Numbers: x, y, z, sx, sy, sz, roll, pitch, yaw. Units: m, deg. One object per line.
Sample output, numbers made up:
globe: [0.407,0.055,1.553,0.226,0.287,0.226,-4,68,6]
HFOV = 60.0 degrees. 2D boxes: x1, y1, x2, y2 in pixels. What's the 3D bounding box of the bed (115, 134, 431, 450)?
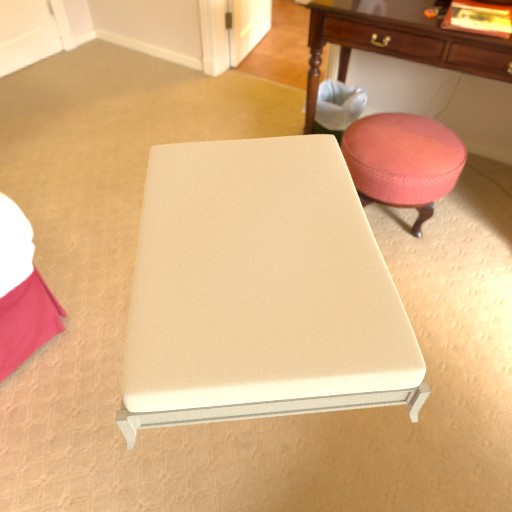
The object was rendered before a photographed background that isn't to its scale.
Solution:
bed: [0.000,0.000,2.693,1.460,0.510,1.985,-4,47,-4]
